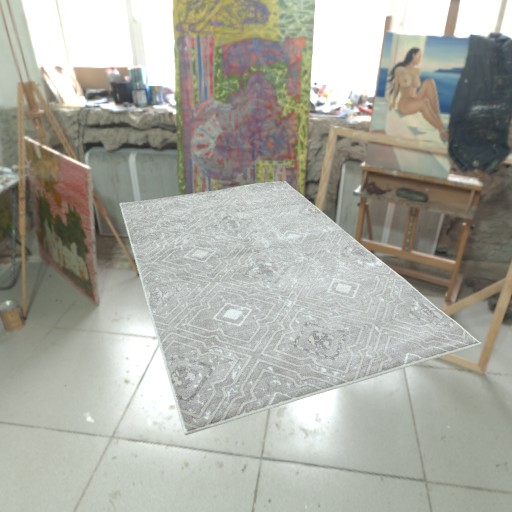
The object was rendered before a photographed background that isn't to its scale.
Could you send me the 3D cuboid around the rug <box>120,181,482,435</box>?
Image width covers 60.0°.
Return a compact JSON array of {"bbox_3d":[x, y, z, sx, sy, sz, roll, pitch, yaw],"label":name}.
[{"bbox_3d":[0.000,0.000,2.989,1.537,0.036,2.447,-11,32,-18],"label":"rug"}]
